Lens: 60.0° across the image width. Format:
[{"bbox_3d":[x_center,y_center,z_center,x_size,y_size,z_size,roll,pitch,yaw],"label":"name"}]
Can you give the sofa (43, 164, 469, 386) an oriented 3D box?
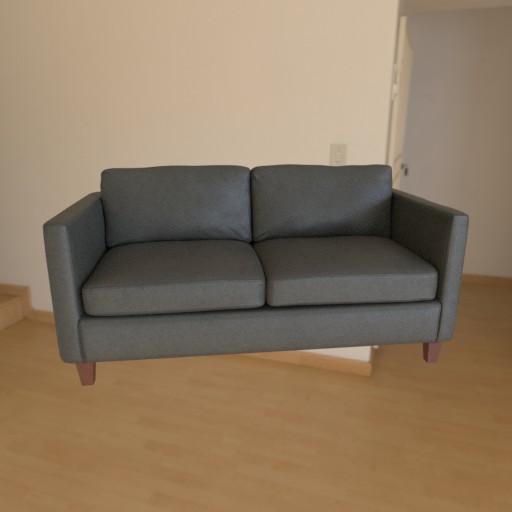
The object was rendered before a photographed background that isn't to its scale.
[{"bbox_3d":[0.000,0.000,2.406,1.883,0.933,0.951,-2,17,-7],"label":"sofa"}]
